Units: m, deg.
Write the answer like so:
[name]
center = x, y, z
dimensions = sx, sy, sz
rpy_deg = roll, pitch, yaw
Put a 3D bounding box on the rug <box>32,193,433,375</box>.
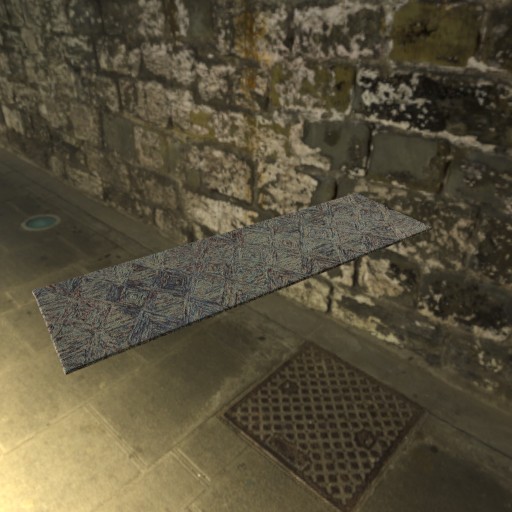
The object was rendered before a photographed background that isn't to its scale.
[rug]
center = 0.000, 0.000, 2.559
dimensions = 2.292, 0.015, 0.688
rpy_deg = -19, 36, -28
